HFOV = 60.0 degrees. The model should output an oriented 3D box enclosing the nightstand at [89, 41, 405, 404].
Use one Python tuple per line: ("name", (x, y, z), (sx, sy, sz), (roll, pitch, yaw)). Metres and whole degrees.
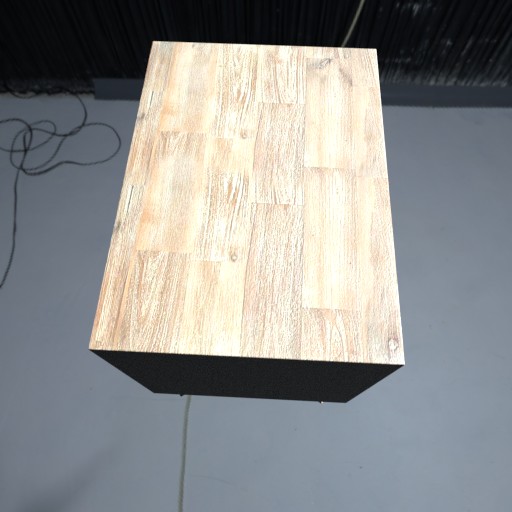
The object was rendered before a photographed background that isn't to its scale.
("nightstand", (0.000, 0.000, 0.936), (0.396, 0.589, 0.552), (3, 65, 1))
